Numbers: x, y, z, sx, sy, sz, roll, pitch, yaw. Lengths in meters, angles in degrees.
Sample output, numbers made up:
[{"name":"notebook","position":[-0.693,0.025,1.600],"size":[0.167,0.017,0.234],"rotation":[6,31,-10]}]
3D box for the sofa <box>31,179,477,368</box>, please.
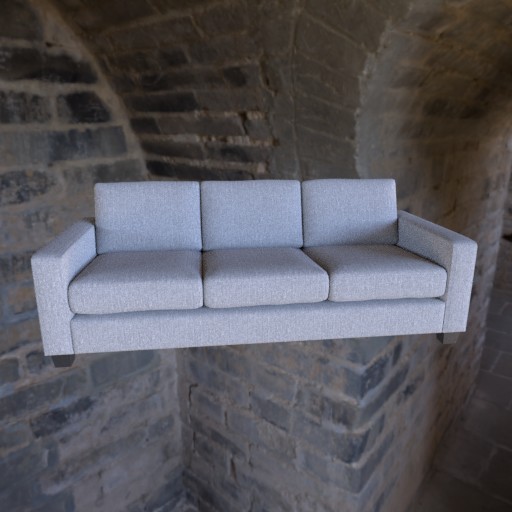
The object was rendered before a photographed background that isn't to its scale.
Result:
[{"name":"sofa","position":[0.000,0.000,2.524],"size":[2.120,0.800,0.900],"rotation":[-2,16,-7]}]
